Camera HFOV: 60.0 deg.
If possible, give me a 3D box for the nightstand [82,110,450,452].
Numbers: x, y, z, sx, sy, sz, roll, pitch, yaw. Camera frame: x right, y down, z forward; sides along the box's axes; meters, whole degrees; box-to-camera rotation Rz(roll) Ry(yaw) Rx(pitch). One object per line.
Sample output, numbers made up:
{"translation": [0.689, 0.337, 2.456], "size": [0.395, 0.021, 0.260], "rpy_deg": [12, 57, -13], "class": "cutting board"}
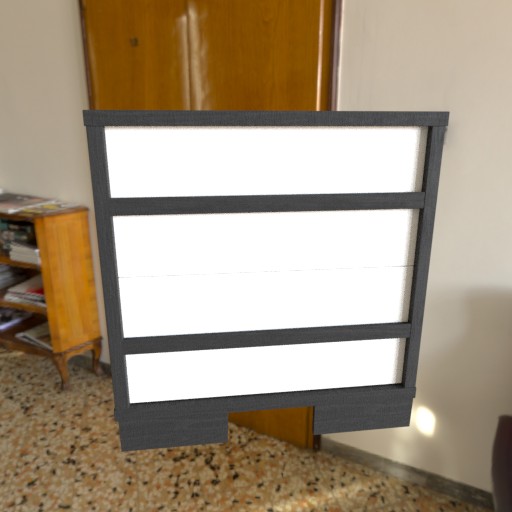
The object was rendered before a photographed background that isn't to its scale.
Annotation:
{"translation": [0.000, 0.000, 0.736], "size": [0.427, 0.448, 0.347], "rpy_deg": [-2, 16, -7], "class": "nightstand"}
